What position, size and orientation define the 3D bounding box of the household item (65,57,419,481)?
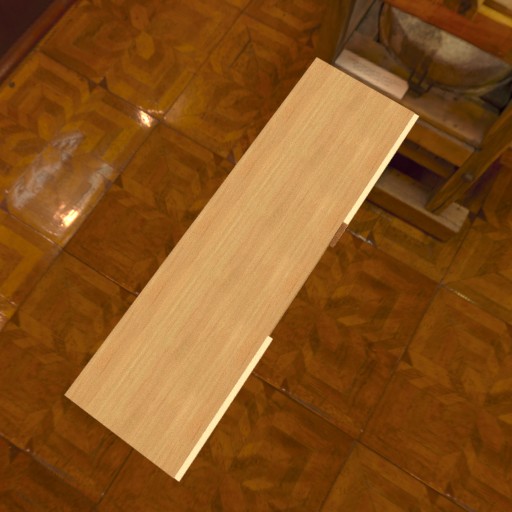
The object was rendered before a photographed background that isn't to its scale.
[{"bbox_3d":[0.000,0.000,1.572,0.420,0.310,1.400,33,78,8],"label":"household item"}]
